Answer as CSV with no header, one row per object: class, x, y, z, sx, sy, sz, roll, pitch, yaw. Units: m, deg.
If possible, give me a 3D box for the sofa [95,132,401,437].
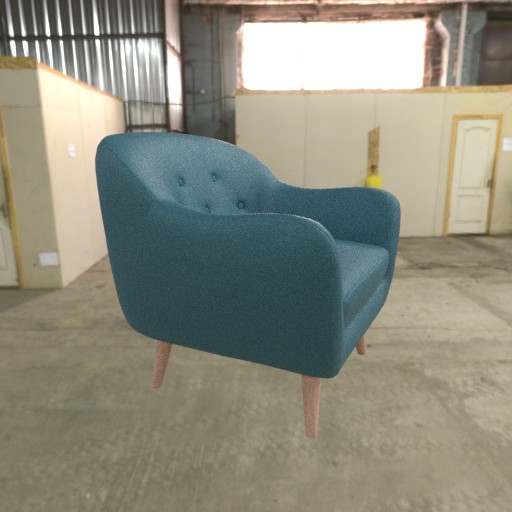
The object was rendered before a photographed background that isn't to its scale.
sofa,0.000,0.000,1.502,0.825,0.817,0.836,7,16,26
